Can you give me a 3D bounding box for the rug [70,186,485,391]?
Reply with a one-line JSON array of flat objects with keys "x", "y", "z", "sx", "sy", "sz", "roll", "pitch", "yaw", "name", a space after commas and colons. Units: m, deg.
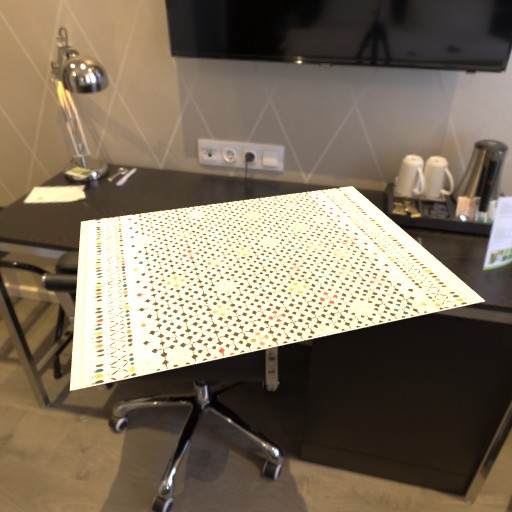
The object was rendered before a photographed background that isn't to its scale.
[{"x": 0.000, "y": 0.000, "z": 2.034, "sx": 1.556, "sy": 0.006, "sz": 1.146, "roll": -9, "pitch": 34, "yaw": -14, "name": "rug"}]
